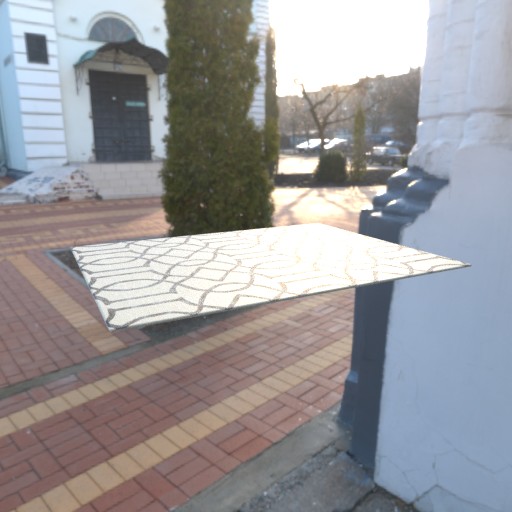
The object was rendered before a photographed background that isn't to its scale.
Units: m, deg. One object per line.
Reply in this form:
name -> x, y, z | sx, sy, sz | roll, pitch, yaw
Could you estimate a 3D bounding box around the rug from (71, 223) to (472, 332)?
rug -> 0.000, 0.000, 3.988 | 2.910, 0.021, 2.211 | -7, 16, -26
